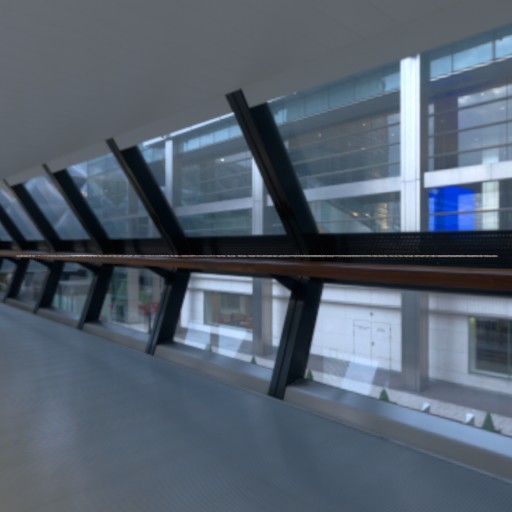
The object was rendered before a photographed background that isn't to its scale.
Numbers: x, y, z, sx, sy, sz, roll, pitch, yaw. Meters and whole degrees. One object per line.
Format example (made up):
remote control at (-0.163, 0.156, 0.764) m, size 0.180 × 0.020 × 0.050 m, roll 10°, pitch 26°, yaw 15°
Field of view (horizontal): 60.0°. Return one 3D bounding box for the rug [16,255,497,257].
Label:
rug at (0.000, 0.000, 2.621) m, size 2.443 × 0.009 × 0.771 m, roll 0°, pitch 0°, yaw 1°
